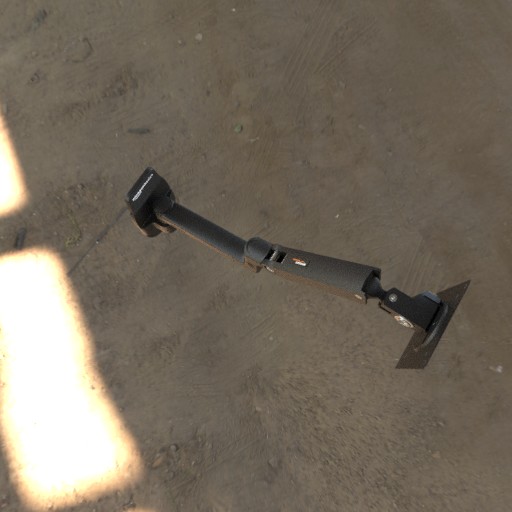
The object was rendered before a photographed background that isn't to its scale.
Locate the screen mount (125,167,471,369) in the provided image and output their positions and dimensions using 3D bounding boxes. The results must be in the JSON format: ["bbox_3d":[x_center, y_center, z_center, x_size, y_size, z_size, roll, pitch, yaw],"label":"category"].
[{"bbox_3d":[0.000,0.000,0.736,0.495,0.466,0.115,32,78,8],"label":"screen mount"}]
